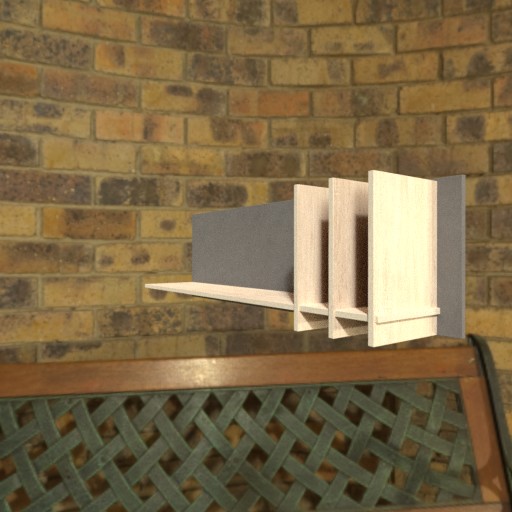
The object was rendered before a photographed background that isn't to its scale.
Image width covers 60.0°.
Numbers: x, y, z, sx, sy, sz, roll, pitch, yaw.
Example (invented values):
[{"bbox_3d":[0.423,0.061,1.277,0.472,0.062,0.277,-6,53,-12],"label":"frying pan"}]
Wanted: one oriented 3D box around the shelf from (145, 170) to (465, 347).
[{"bbox_3d":[0.000,0.000,1.163,0.200,0.300,1.020,0,0,-37],"label":"shelf"}]
